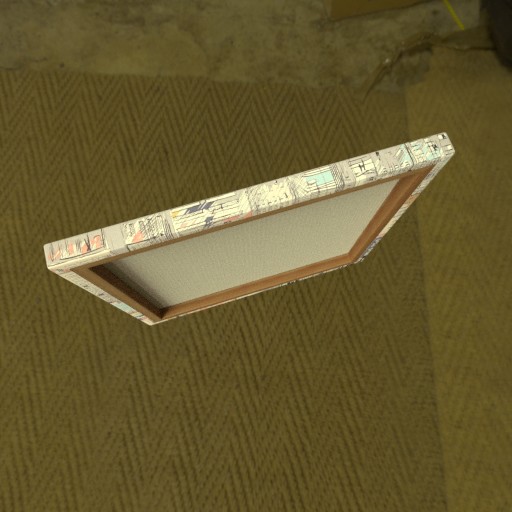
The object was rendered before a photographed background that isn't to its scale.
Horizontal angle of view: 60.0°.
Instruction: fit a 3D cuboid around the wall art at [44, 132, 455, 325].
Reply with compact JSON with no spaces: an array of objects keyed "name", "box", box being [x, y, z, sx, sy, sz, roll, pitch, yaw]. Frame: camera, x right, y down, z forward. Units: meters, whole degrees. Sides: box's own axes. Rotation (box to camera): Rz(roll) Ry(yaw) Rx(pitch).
[{"name":"wall art","box":[0.000,0.000,0.924,0.607,0.608,0.038,-16,75,-5]}]
